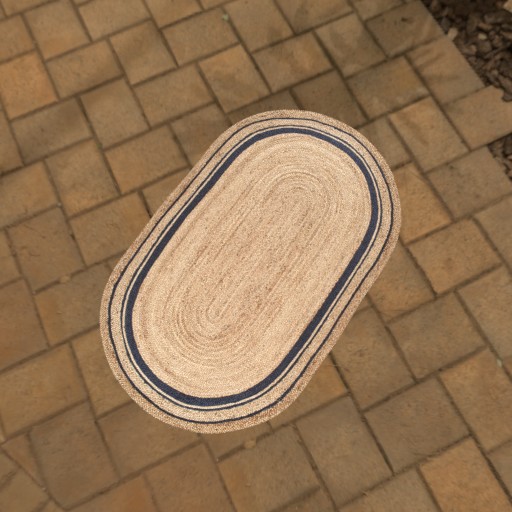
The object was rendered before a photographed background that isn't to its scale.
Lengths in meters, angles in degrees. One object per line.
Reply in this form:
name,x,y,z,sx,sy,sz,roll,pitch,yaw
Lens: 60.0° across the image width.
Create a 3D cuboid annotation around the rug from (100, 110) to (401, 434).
rug,0.000,0.000,3.029,1.520,0.006,2.432,34,77,9
